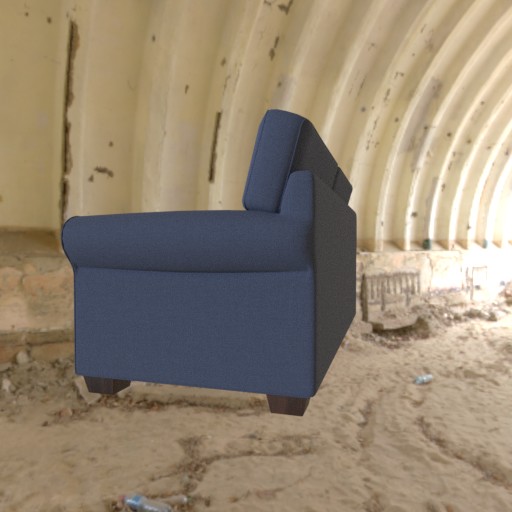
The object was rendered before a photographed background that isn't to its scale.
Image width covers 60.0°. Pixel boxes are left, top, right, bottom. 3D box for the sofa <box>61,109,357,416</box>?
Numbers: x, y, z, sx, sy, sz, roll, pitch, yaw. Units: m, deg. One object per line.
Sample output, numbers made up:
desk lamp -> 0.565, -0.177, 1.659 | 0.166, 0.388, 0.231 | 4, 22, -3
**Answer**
sofa -> 0.000, 0.000, 2.402 | 0.940, 1.020, 1.930 | 0, 1, 17
